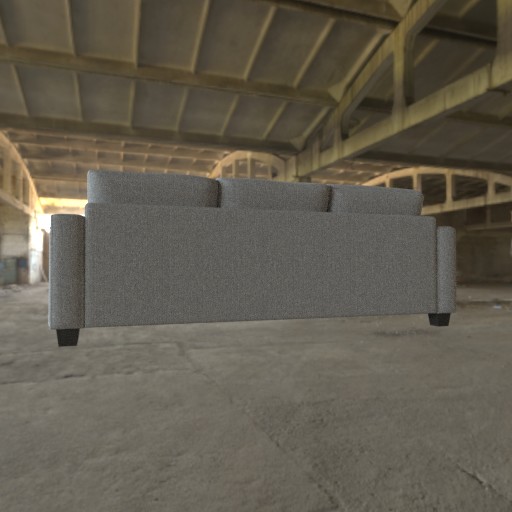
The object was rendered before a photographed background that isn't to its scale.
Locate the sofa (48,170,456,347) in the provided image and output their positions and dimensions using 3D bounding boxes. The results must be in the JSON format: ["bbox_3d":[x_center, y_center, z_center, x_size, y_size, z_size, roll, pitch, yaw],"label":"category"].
[{"bbox_3d":[0.000,0.000,2.599,2.120,0.800,0.900,0,-1,-18],"label":"sofa"}]
